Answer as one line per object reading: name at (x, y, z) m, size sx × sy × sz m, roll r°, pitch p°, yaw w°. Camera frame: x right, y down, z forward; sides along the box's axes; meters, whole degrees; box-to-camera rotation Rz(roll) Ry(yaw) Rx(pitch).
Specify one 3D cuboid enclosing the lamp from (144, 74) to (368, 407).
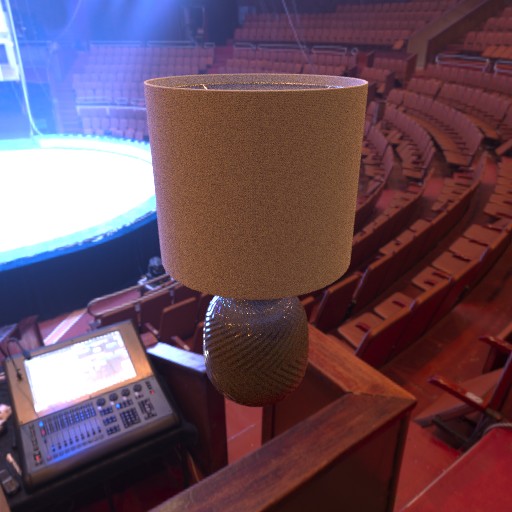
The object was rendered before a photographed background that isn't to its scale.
lamp at (0.000, 0.000, 0.496) m, size 0.207 × 0.366 × 0.207 m, roll -18°, pitch 31°, yaw -32°
